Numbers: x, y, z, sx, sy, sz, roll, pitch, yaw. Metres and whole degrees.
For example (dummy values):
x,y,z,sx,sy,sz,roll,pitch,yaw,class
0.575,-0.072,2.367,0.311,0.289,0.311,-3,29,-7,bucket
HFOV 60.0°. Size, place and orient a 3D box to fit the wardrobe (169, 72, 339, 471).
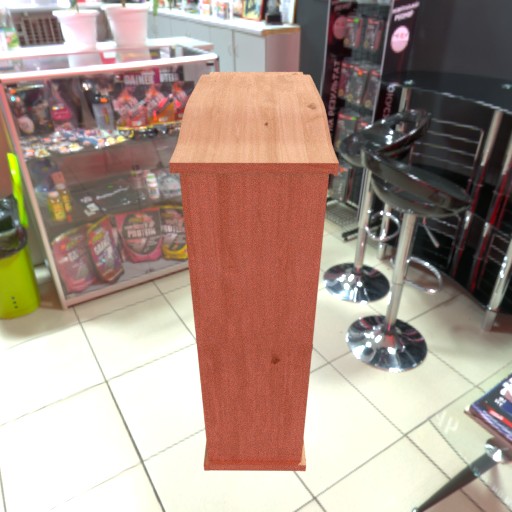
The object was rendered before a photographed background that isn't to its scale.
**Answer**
x,y,z,sx,sy,sz,roll,pitch,yaw,class
0.000,0.000,2.572,0.570,1.870,1.500,0,33,0,wardrobe
